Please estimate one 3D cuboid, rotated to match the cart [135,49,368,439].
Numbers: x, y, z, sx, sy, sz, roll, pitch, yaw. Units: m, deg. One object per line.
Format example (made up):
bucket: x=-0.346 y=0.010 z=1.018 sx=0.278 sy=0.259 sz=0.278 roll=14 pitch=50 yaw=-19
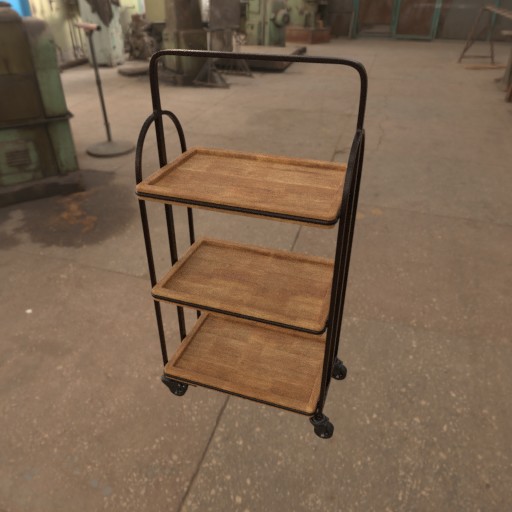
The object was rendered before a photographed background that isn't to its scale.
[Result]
cart: x=0.000 y=0.000 z=1.196 sx=0.553 sy=1.001 sz=0.327 roll=10 pitch=34 yaw=16
